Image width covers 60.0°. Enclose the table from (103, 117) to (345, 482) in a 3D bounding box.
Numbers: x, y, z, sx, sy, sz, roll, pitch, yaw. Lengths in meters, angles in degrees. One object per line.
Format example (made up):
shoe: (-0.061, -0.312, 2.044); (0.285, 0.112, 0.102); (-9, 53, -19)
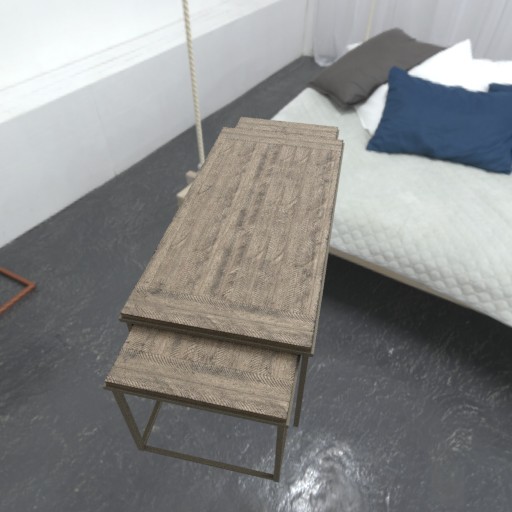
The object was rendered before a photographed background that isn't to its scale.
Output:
table: (0.000, 0.000, 1.552); (0.489, 0.427, 1.312); (9, 45, 9)
